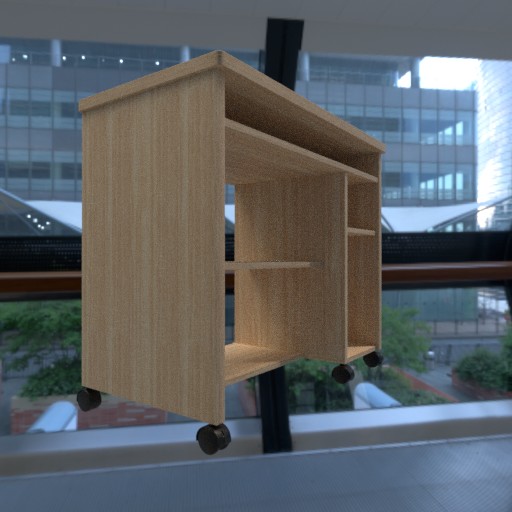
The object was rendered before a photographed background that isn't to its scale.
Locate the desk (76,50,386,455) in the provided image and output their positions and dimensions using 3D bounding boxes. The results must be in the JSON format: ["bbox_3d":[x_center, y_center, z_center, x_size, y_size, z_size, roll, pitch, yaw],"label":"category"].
[{"bbox_3d":[0.000,0.000,1.324,0.480,0.770,0.884,0,0,36],"label":"desk"}]
